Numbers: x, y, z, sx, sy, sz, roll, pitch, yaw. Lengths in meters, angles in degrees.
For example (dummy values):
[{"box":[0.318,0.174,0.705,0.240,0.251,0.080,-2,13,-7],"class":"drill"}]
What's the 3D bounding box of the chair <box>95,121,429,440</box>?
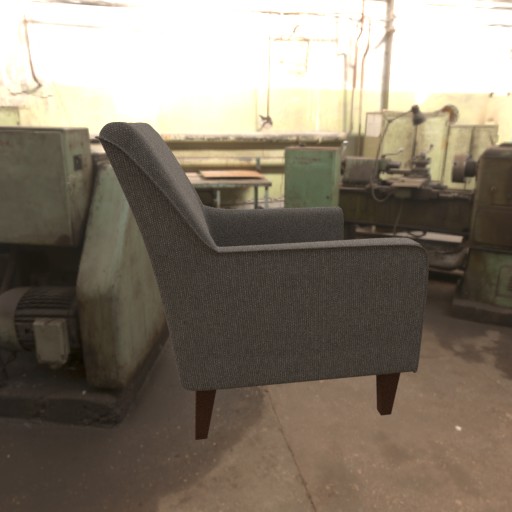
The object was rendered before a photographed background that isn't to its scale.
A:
[{"box":[0.000,0.000,1.589,0.899,0.919,0.780,-3,17,-9],"class":"chair"}]
